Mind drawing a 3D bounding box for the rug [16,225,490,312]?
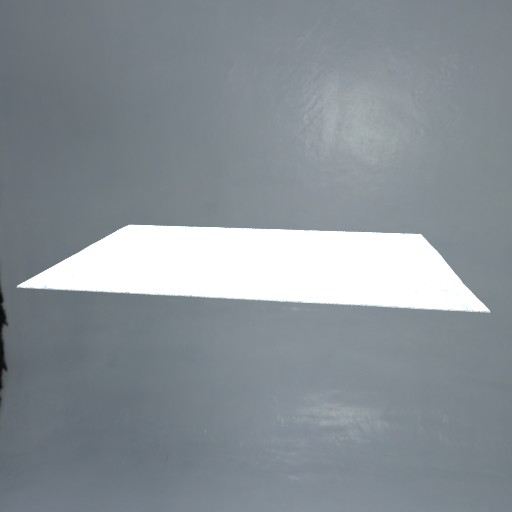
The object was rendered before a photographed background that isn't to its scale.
[{"bbox_3d":[0.000,0.000,2.974,2.457,0.009,1.512,2,17,8],"label":"rug"}]
